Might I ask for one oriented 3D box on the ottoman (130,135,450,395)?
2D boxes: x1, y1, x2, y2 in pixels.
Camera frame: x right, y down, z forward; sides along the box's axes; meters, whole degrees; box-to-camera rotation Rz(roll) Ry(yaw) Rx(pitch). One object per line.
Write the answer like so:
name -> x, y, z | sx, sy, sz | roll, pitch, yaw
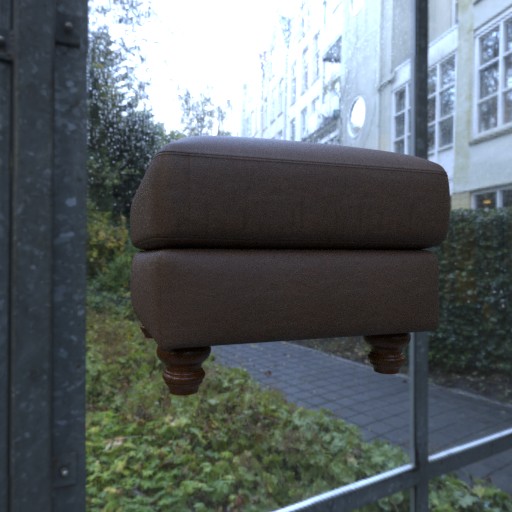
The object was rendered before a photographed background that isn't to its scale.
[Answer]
ottoman -> 0.000, 0.000, 1.181 | 0.635, 0.508, 0.787 | 0, 0, -19
